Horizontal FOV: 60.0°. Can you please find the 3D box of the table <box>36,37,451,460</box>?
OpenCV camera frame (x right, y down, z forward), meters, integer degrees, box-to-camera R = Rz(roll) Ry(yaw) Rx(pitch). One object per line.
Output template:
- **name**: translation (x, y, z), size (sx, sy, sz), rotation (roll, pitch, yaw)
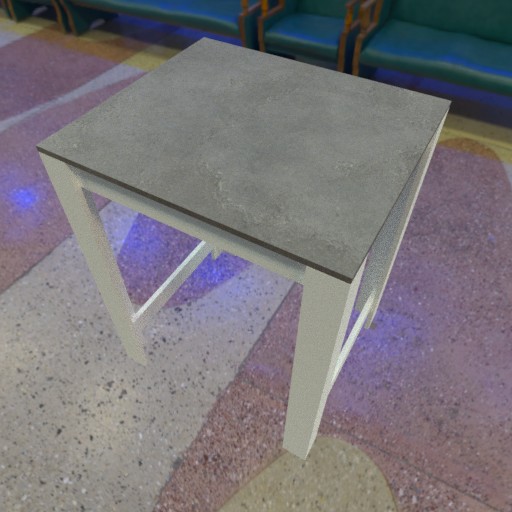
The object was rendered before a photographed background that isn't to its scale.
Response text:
- **table**: translation (0.000, 0.000, 1.497), size (0.800, 1.020, 0.700), rotation (24, 53, 19)
